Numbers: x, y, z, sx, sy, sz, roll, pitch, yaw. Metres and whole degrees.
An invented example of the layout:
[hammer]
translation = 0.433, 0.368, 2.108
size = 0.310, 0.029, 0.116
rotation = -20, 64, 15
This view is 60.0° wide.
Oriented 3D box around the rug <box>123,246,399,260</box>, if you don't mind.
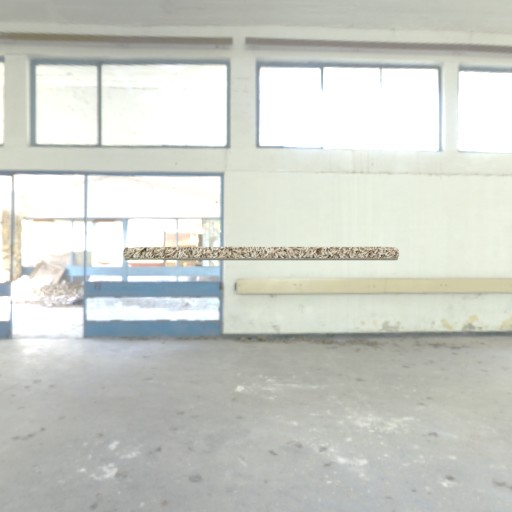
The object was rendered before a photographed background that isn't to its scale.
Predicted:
[rug]
translation = 0.000, 0.000, 1.726
size = 0.609, 0.030, 1.524
rotation = 0, 0, -1
